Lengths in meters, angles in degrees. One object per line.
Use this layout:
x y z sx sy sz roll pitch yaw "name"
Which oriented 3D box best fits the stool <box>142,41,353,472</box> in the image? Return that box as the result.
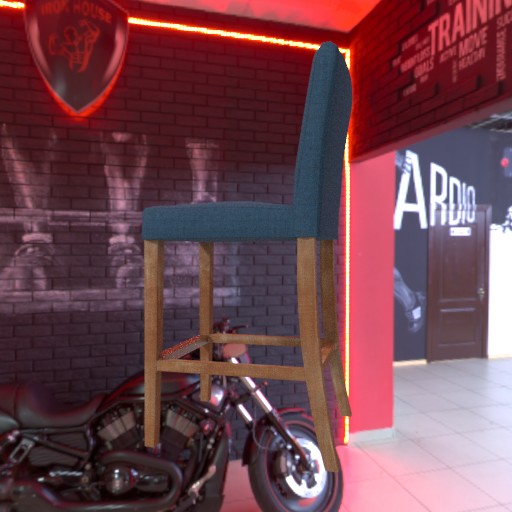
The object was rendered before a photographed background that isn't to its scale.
0.000 0.000 1.383 0.574 1.088 0.454 0 1 17 "stool"
